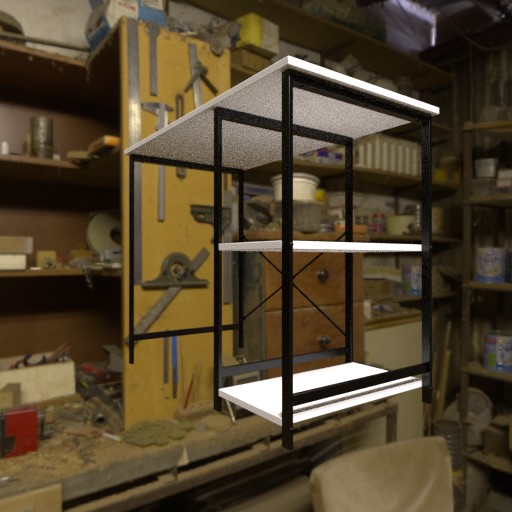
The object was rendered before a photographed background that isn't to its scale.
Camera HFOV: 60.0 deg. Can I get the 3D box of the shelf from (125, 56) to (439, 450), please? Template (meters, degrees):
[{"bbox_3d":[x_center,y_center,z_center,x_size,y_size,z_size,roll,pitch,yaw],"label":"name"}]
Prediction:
[{"bbox_3d":[0.000,0.000,1.344,0.498,0.750,0.902,0,0,-36],"label":"shelf"}]
